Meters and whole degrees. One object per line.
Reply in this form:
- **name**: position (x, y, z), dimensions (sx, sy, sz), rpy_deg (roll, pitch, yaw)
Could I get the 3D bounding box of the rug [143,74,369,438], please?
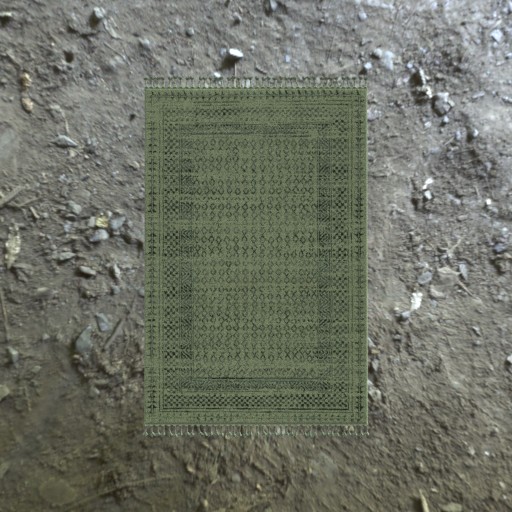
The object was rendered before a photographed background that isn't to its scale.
- **rug**: position (0.000, 0.000, 3.027), dimensions (1.548, 0.013, 2.486), rpy_deg (0, 90, 0)
